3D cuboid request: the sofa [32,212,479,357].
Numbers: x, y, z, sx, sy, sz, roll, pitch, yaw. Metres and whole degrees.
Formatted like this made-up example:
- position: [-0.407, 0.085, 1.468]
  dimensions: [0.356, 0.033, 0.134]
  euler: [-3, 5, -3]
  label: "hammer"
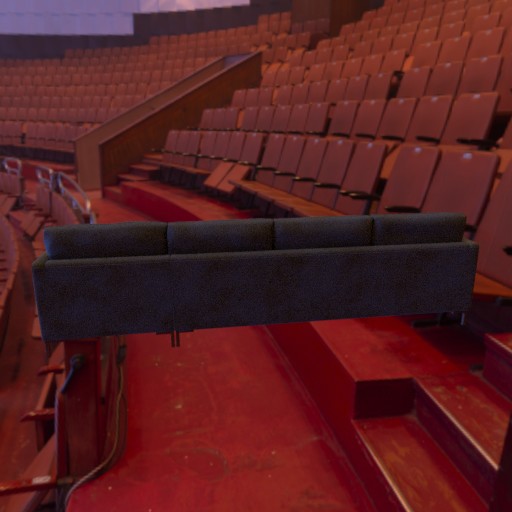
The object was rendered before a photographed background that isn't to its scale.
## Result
- position: [0.000, 0.000, 3.233]
  dimensions: [2.725, 0.756, 1.255]
  euler: [-3, 16, -9]
  label: "sofa"
